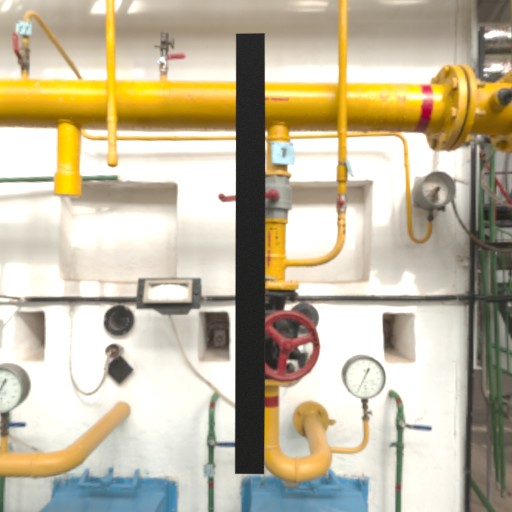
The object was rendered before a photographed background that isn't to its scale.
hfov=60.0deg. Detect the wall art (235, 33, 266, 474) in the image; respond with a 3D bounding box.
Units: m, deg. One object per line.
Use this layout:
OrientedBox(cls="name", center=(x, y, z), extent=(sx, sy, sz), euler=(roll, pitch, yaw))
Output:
OrientedBox(cls="wall art", center=(0.000, 0.000, 0.738), extent=(0.031, 0.457, 0.558), euler=(0, -1, 1))
